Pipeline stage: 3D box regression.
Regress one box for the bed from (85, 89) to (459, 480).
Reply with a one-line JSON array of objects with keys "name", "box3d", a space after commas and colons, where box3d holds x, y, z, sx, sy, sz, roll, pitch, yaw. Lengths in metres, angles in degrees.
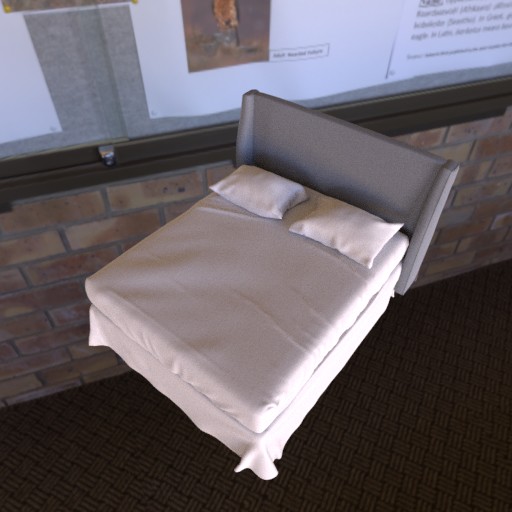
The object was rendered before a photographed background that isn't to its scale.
[{"name": "bed", "box3d": [0.000, 0.000, 3.383, 1.925, 1.332, 2.276, 30, 52, 26]}]
